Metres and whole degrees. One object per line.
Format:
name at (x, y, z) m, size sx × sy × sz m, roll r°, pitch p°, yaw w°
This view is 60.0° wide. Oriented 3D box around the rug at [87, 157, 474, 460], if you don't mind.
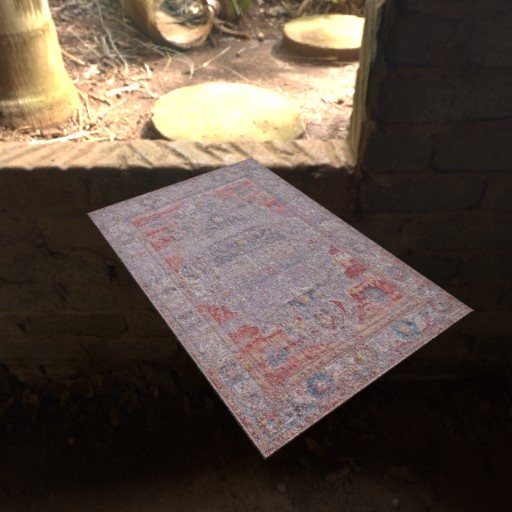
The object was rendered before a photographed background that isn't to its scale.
rug at (0.000, 0.000, 2.386) m, size 1.219 × 0.005 × 1.829 m, roll -25°, pitch 46°, yaw -26°
